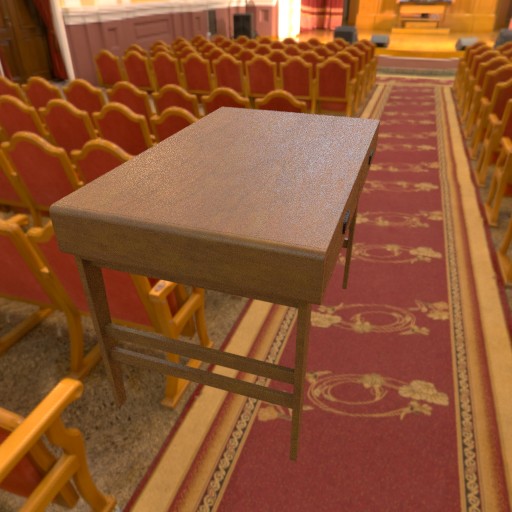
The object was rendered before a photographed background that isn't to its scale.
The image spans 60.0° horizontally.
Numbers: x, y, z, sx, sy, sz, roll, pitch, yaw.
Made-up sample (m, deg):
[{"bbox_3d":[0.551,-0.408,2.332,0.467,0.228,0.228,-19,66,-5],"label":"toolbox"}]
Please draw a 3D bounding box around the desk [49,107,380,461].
[{"bbox_3d":[0.000,0.000,1.569,0.660,0.754,1.066,10,33,16],"label":"desk"}]
